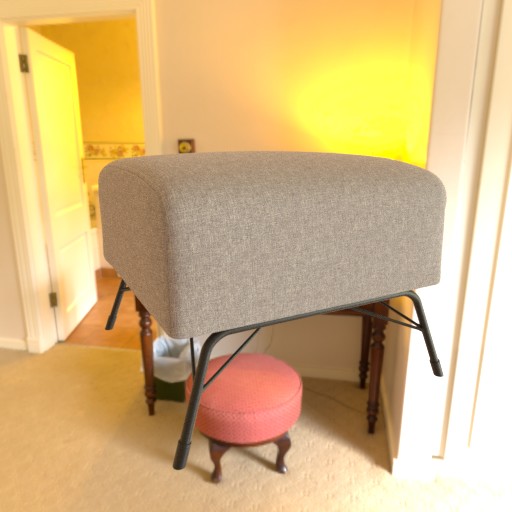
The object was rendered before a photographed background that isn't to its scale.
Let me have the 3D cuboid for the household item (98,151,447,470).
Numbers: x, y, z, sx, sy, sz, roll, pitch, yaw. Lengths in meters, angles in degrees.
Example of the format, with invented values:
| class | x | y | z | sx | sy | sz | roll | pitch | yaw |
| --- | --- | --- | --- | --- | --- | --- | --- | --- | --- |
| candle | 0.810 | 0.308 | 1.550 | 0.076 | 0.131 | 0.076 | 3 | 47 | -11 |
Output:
| class | x | y | z | sx | sy | sz | roll | pitch | yaw |
| --- | --- | --- | --- | --- | --- | --- | --- | --- | --- |
| household item | 0.000 | 0.000 | 0.889 | 0.530 | 0.410 | 0.530 | -8 | 17 | -27 |
